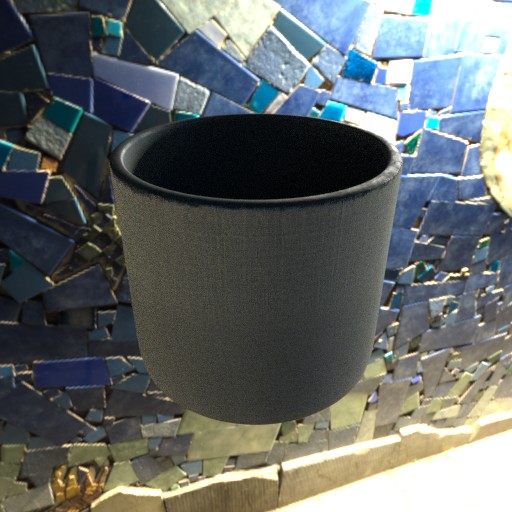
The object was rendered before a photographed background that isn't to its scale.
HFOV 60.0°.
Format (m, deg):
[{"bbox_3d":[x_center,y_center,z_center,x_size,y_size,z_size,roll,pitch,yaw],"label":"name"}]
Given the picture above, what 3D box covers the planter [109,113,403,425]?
[{"bbox_3d":[0.000,0.000,0.398,0.226,0.201,0.226,0,31,0],"label":"planter"}]
